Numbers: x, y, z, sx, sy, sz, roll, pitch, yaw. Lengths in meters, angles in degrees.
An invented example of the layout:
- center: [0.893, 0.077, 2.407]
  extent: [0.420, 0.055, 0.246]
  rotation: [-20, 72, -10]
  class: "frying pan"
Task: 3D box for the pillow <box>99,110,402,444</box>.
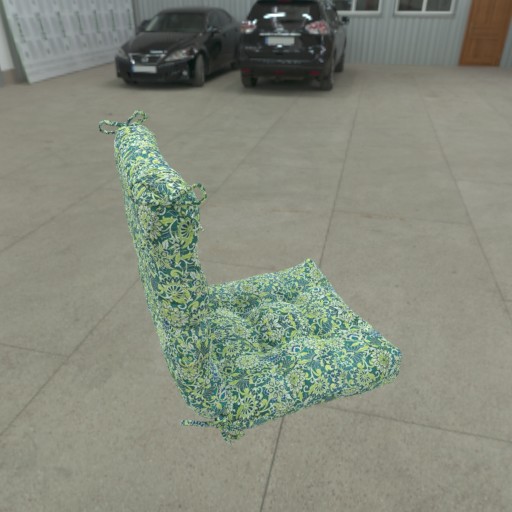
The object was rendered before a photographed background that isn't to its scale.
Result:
- center: [0.000, 0.000, 1.024]
  extent: [0.571, 0.605, 0.519]
  rotation: [-11, 32, -18]
  class: "pillow"
